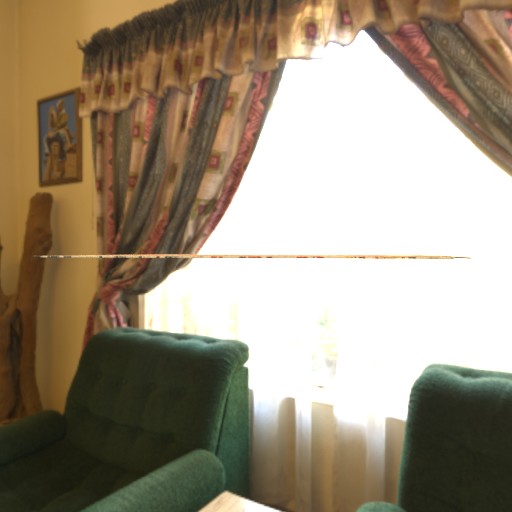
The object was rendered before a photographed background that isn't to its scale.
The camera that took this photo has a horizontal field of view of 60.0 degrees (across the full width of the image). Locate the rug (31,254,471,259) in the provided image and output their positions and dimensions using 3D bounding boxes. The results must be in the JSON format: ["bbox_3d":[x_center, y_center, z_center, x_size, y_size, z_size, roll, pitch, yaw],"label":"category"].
[{"bbox_3d":[0.000,0.000,3.206,2.584,0.010,1.523,0,1,16],"label":"rug"}]
